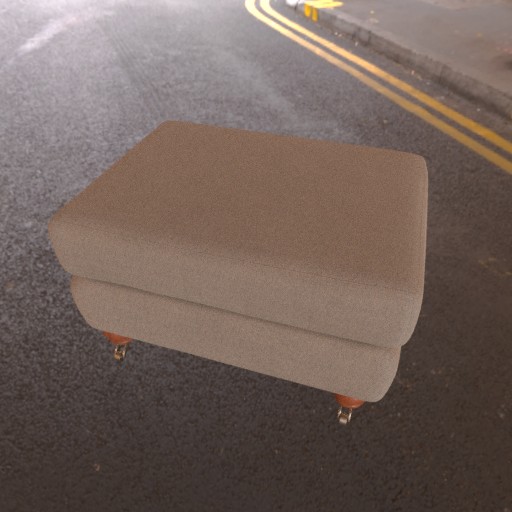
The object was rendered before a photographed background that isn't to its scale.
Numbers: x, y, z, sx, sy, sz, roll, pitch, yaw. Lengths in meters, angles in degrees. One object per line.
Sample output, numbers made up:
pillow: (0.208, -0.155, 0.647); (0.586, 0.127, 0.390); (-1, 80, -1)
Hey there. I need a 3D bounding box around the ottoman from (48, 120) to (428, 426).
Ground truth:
ottoman: (0.000, 0.000, 1.153); (0.773, 0.504, 0.569); (12, 42, 13)
